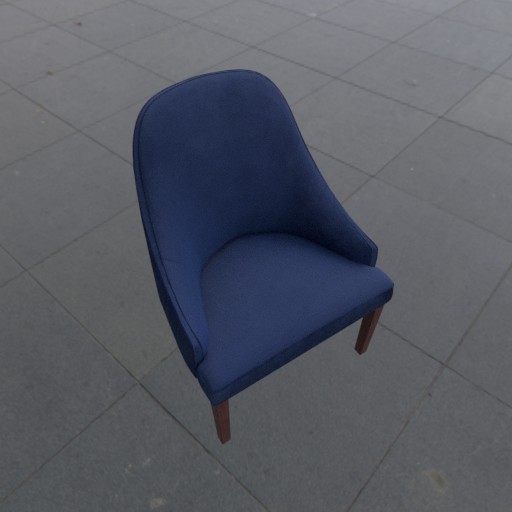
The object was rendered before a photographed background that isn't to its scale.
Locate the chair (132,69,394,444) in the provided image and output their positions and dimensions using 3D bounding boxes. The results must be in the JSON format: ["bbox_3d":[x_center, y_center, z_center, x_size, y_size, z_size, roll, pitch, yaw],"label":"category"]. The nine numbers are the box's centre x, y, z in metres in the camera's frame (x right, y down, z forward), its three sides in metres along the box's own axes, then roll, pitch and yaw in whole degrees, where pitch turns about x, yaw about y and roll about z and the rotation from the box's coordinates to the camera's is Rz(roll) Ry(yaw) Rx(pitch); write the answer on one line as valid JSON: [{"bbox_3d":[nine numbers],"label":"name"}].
[{"bbox_3d":[0.000,0.000,1.320,0.643,0.889,0.575,-26,52,-22],"label":"chair"}]
